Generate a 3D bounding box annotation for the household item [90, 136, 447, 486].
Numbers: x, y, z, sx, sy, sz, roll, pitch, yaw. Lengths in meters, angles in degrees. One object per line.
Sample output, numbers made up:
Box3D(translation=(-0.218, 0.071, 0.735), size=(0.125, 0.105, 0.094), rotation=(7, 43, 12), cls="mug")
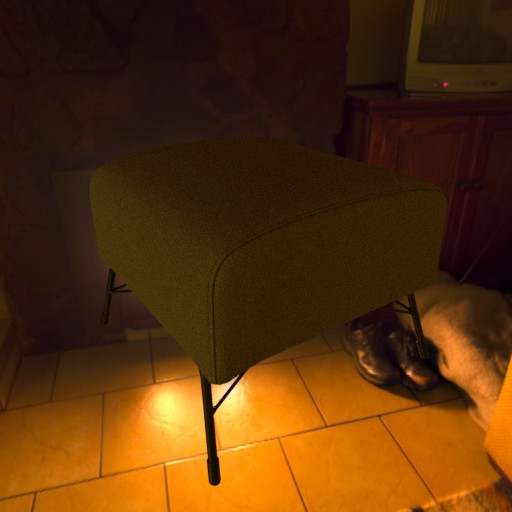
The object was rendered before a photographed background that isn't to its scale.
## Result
Box3D(translation=(0.000, 0.000, 0.902), size=(0.530, 0.410, 0.530), rotation=(-17, 31, -31), cls="household item")
